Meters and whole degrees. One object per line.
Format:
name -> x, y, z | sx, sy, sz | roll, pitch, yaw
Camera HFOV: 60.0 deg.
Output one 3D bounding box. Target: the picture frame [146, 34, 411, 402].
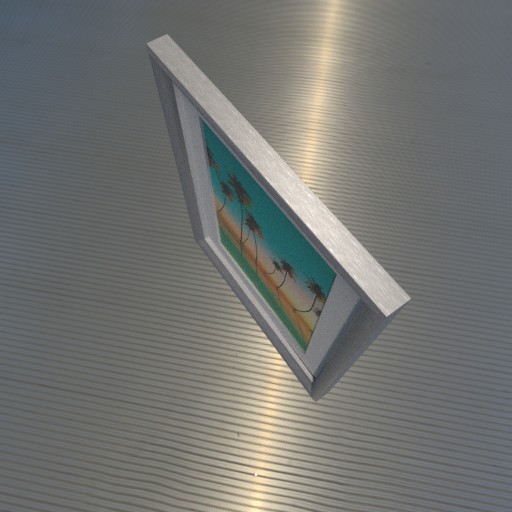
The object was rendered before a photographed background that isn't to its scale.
picture frame -> 0.000, 0.000, 0.527 | 0.027, 0.378, 0.327 | -32, 68, -15
